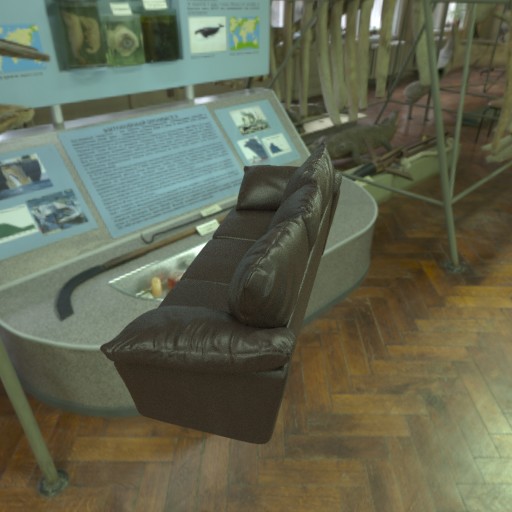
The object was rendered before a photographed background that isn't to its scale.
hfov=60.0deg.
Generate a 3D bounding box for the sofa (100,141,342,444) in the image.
[{"bbox_3d":[0.000,0.000,2.951,0.907,1.091,2.390,8,32,13],"label":"sofa"}]
